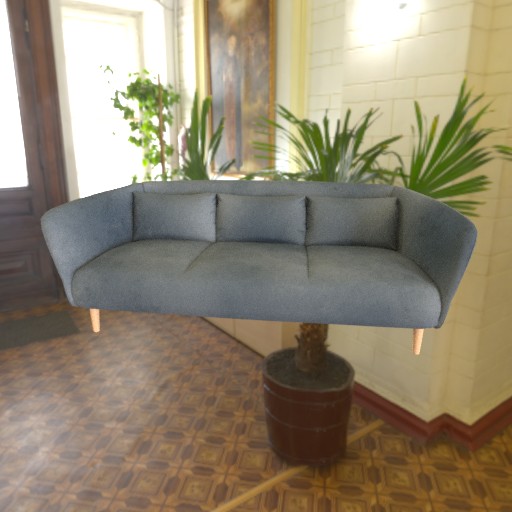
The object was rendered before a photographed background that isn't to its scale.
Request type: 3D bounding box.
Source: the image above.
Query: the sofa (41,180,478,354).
[{"bbox_3d":[0.000,0.000,2.543,2.095,0.795,0.849,2,15,9],"label":"sofa"}]
